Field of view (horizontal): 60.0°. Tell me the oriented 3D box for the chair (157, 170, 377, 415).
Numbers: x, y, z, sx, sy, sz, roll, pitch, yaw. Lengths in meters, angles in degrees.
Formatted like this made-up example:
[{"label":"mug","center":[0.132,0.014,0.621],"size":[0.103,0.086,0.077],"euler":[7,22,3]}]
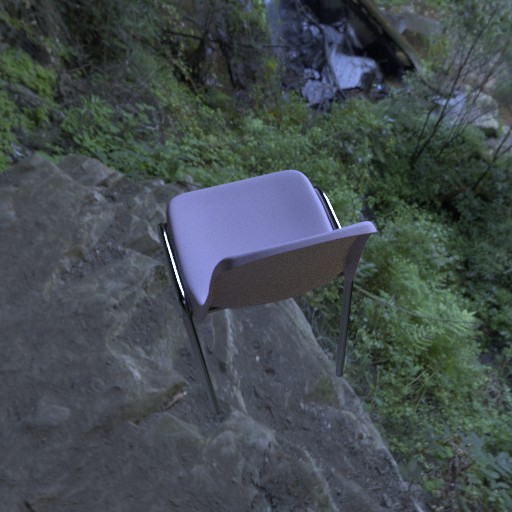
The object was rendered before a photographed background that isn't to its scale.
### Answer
[{"label":"chair","center":[0.000,0.000,0.962],"size":[0.381,0.704,0.436],"euler":[-14,59,-9]}]
